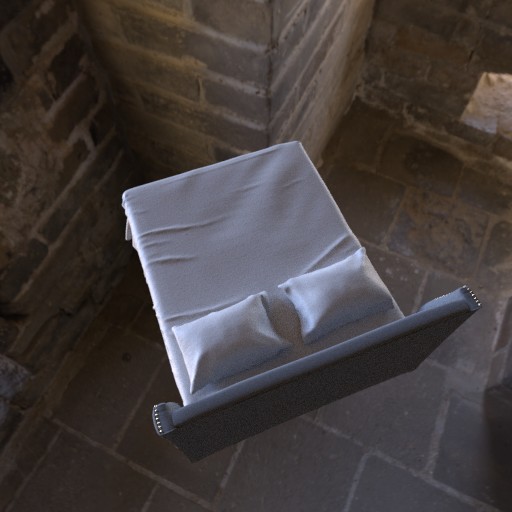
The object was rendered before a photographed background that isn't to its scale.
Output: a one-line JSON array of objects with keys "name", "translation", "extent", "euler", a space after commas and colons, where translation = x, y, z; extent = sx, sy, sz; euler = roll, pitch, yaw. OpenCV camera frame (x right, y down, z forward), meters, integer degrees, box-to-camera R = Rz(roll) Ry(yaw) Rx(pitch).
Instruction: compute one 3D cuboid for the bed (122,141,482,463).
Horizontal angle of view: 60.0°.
[{"name": "bed", "translation": [0.000, 0.000, 3.420], "extent": [1.925, 1.332, 2.276], "euler": [-19, 62, -10]}]
